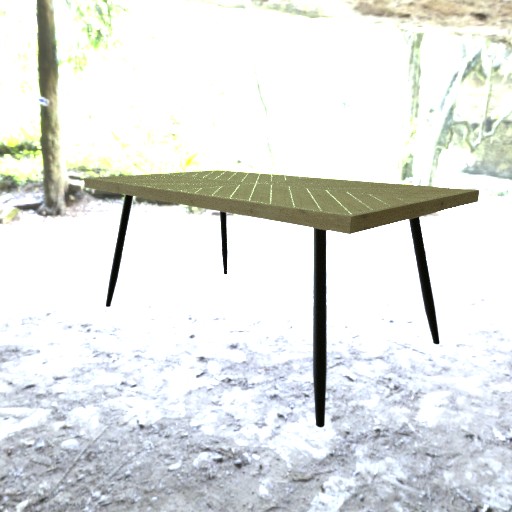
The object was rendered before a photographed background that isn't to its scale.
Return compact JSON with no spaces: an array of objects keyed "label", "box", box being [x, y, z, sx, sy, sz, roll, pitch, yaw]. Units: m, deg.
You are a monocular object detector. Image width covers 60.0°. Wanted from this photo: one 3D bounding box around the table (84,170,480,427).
[{"label":"table","box":[0.000,0.000,2.338,0.991,0.762,1.803,-14,20,-42]}]
